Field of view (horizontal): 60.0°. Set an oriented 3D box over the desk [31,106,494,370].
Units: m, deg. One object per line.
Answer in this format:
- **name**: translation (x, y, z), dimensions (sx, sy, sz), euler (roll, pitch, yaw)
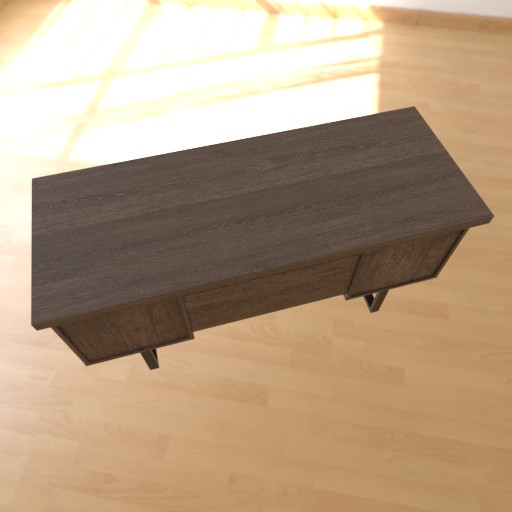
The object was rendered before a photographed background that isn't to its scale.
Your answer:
- **desk**: translation (0.000, 0.000, 1.878), dimensions (1.524, 0.760, 0.600), euler (-13, 58, -8)
